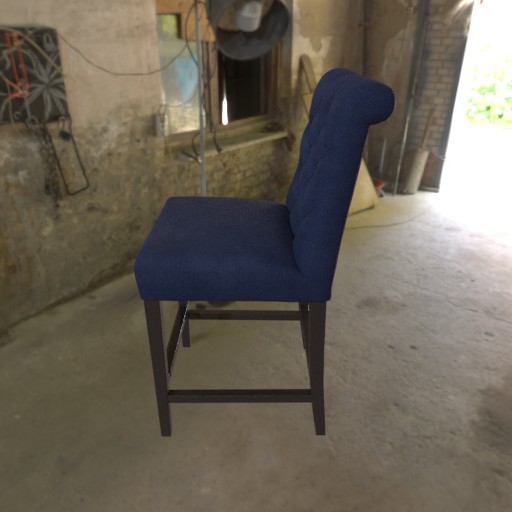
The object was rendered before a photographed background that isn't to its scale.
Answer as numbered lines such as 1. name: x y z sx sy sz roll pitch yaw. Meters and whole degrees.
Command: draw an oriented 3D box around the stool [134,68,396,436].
1. stool: 0.000 0.000 1.321 0.601 1.010 0.493 0 27 0
